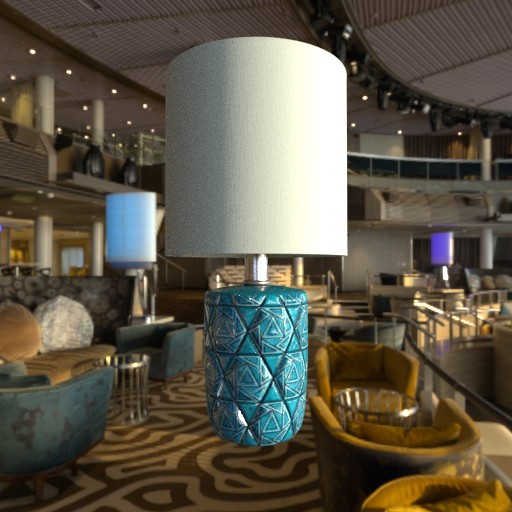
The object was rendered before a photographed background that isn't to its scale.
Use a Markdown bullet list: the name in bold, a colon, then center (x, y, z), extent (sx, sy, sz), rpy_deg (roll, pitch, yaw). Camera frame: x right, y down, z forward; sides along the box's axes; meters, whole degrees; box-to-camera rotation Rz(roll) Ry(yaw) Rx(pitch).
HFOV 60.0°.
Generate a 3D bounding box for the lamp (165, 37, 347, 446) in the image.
- **lamp**: center (0.000, 0.000, 0.478), extent (0.193, 0.377, 0.193), rpy_deg (0, -1, -18)
